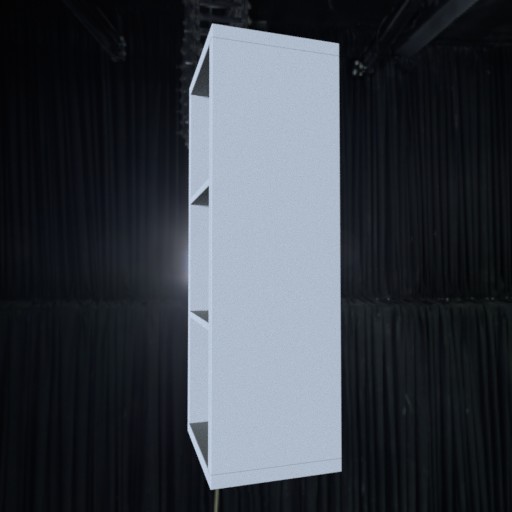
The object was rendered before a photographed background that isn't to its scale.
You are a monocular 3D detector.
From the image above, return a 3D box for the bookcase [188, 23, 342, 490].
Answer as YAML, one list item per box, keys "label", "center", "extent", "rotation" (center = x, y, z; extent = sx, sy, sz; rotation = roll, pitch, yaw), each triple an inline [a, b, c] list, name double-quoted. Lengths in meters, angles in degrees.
- label: "bookcase"
  center: [0.000, 0.000, 1.258]
  extent: [0.330, 1.080, 0.390]
  rotation: [1, -2, -16]
